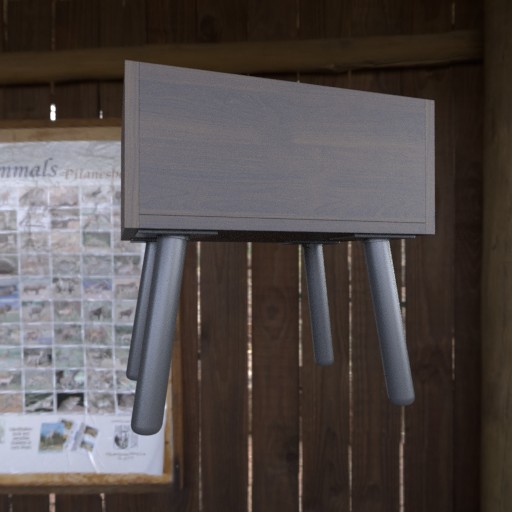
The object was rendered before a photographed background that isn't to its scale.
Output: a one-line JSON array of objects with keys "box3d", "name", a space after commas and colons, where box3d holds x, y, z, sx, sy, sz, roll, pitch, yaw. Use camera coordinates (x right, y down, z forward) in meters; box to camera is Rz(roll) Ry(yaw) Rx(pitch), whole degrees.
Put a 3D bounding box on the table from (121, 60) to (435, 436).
[{"box3d": [0.000, 0.000, 0.778, 0.450, 0.470, 0.370, 0, -1, -18], "name": "table"}]
